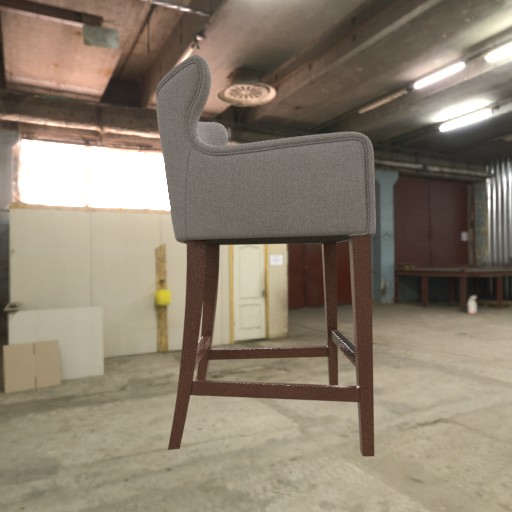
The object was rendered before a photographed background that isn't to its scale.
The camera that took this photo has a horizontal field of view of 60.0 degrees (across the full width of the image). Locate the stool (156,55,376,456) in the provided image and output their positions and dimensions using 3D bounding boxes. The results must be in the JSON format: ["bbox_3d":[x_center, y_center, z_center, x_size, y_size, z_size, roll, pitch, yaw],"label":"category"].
[{"bbox_3d":[0.000,0.000,1.314,0.575,0.951,0.575,0,-1,1],"label":"stool"}]
